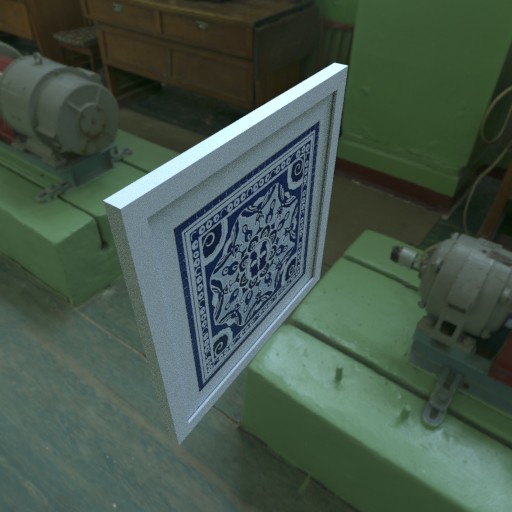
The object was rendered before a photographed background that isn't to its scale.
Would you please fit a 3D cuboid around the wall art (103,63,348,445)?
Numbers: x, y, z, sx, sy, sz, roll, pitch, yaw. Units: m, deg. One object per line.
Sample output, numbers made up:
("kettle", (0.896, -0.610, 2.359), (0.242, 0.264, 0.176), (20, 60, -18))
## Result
("wall art", (0.000, 0.000, 0.849), (0.028, 0.559, 0.559), (25, 47, 25))
